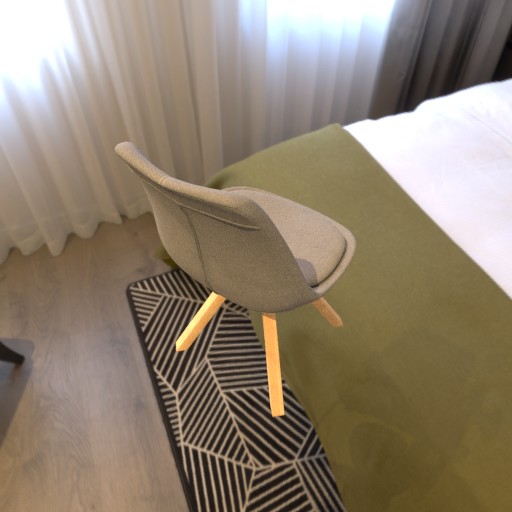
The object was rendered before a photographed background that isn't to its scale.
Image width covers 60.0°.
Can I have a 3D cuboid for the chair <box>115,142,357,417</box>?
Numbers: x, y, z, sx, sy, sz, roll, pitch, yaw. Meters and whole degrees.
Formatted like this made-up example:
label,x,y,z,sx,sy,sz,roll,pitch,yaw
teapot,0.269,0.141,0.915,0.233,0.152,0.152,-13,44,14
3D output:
label,x,y,z,sx,sy,sz,roll,pitch,yaw
chair,0.000,0.000,1.209,0.474,0.863,0.549,28,53,24
